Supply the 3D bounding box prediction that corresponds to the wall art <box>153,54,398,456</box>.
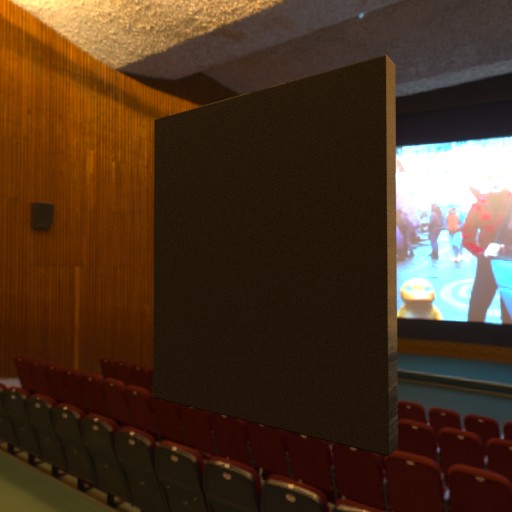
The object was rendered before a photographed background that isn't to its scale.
[{"bbox_3d":[0.000,0.000,0.703,0.435,0.511,0.037,-1,-2,35],"label":"wall art"}]
